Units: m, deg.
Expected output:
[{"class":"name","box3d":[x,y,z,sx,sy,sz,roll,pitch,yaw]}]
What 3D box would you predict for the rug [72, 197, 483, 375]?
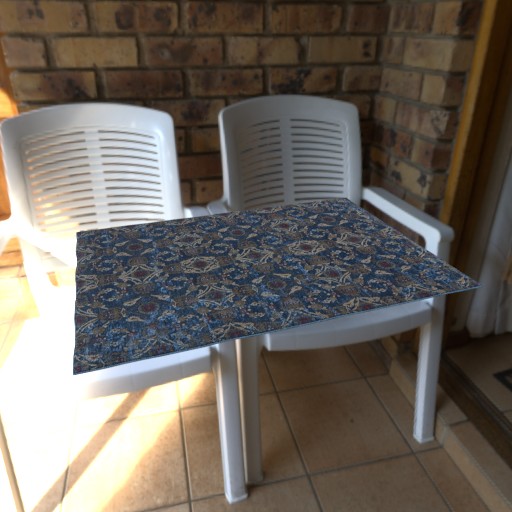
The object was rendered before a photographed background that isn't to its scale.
[{"class":"rug","box3d":[0.000,0.000,2.869,2.207,0.014,1.567,-9,29,-17]}]
